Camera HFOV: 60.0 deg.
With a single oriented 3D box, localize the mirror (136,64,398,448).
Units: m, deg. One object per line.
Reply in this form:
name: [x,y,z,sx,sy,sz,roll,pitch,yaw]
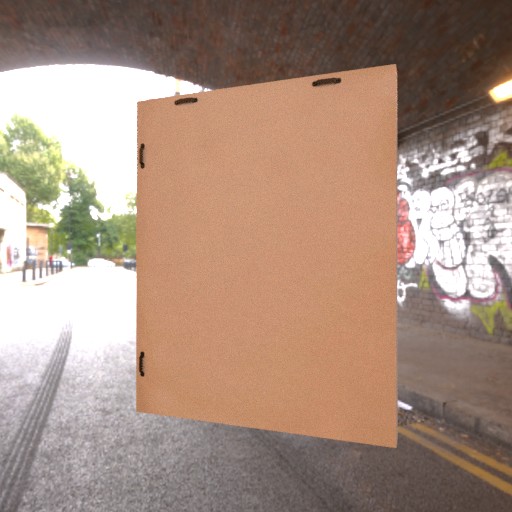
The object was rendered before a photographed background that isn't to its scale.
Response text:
mirror: [0.000,0.000,0.669,0.405,0.508,0.041,0,0,20]
